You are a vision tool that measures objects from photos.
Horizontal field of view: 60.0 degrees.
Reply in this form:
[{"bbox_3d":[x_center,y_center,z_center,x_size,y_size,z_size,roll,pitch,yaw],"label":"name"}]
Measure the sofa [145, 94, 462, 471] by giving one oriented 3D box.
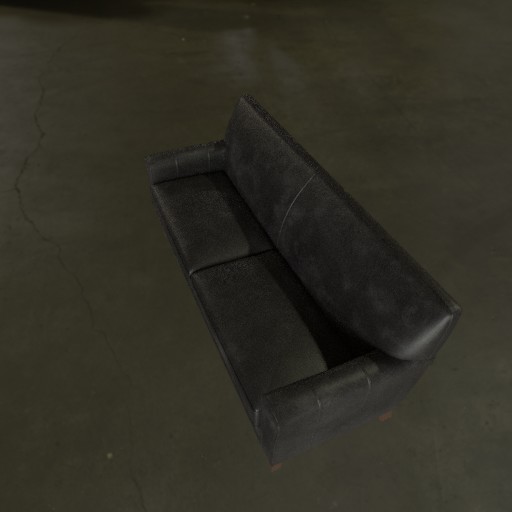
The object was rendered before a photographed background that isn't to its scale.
[{"bbox_3d":[0.000,0.000,2.526,0.805,0.947,2.053,-17,47,-17],"label":"sofa"}]
